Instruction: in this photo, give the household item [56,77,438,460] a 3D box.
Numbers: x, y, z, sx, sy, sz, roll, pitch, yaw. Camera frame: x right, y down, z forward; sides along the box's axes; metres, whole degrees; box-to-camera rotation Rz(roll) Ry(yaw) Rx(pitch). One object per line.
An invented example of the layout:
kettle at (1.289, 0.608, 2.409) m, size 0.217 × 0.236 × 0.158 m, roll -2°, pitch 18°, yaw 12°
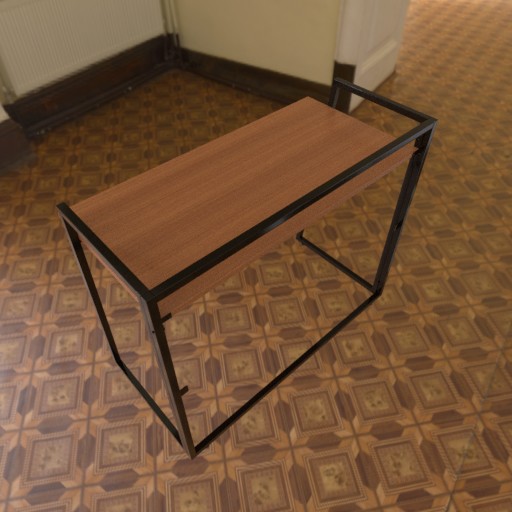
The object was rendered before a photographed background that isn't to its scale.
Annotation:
household item at (0.000, 0.000, 1.548) m, size 1.050 × 0.860 × 0.510 m, roll -33°, pitch 55°, yaw -28°
